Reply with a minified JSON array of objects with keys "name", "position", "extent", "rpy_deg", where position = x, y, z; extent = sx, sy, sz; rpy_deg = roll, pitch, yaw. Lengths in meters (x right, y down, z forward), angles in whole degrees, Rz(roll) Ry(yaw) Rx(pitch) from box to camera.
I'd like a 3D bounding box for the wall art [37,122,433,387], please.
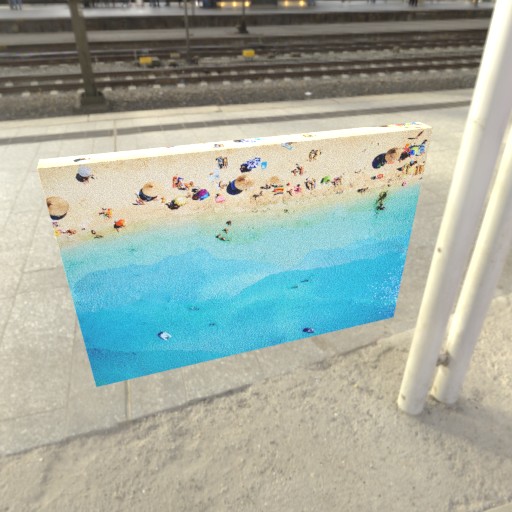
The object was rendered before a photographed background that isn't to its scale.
[{"name":"wall art","position":[0.000,0.000,1.139],"extent":[0.894,0.595,0.057],"rpy_deg":[-10,33,-16]}]
